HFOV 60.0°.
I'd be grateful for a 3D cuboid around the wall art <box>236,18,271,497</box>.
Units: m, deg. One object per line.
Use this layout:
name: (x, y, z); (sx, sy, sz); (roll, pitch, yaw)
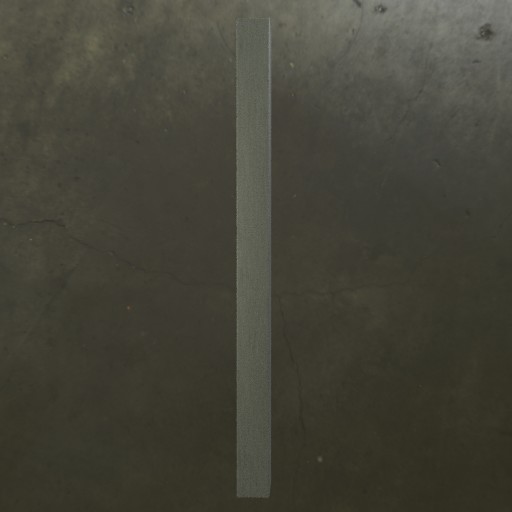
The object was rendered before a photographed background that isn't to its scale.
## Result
wall art: (0.000, 0.000, 0.516); (0.028, 0.330, 0.380); (0, 91, 1)
